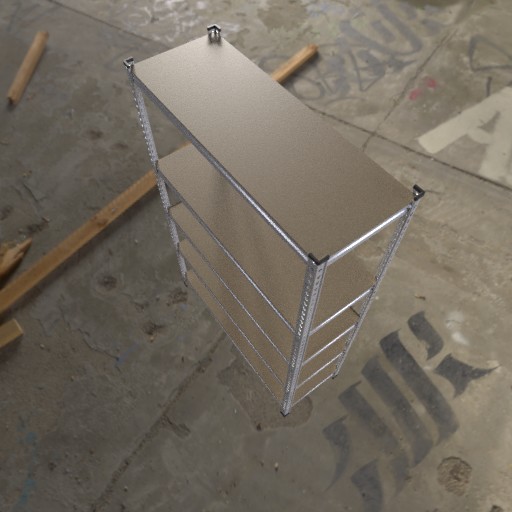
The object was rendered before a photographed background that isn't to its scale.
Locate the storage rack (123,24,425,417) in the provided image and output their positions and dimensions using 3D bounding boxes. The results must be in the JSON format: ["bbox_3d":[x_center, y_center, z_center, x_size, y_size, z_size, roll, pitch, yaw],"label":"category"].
[{"bbox_3d":[0.000,0.000,2.377,0.457,1.829,1.219,-32,62,-19],"label":"storage rack"}]
